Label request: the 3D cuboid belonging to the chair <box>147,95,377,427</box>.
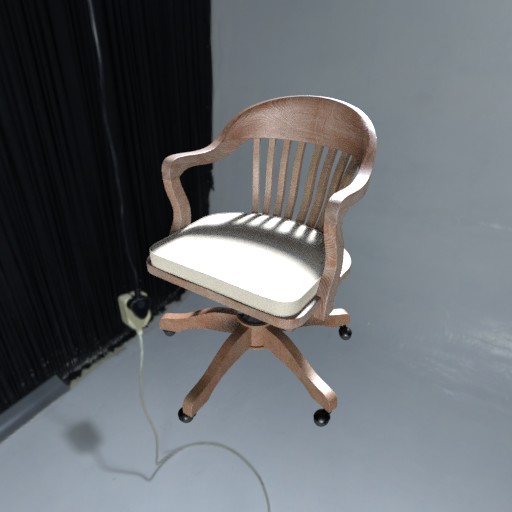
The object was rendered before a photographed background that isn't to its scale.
[{"bbox_3d":[0.000,0.000,1.452,0.750,0.878,0.788,19,36,28],"label":"chair"}]
